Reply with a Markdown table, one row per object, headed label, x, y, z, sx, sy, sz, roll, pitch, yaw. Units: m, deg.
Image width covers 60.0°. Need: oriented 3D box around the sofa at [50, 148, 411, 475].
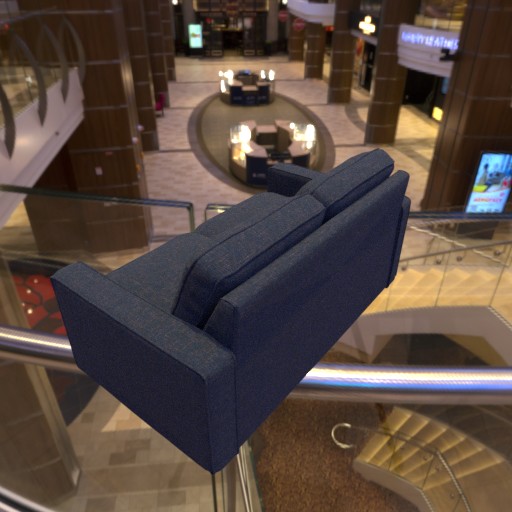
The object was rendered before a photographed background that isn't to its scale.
| label | x | y | z | sx | sy | sz | roll | pitch | yaw |
| --- | --- | --- | --- | --- | --- | --- | --- | --- | --- |
| sofa | 0.000 | 0.000 | 2.267 | 0.947 | 0.918 | 1.709 | 23 | 39 | 31 |
